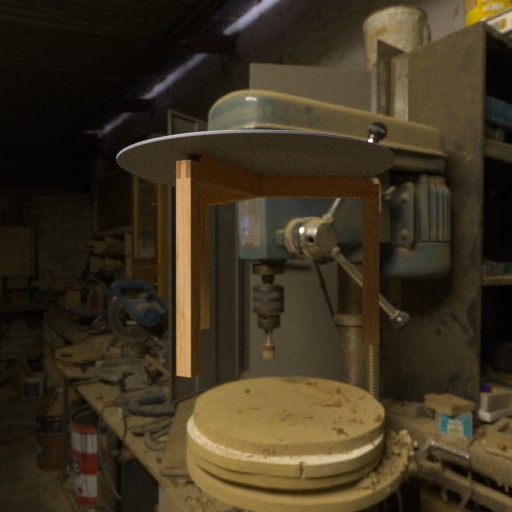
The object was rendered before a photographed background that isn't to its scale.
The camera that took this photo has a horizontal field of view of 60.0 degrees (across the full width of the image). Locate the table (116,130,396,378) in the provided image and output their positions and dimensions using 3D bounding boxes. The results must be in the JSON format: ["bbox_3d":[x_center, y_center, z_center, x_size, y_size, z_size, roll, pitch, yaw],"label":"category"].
[{"bbox_3d":[0.000,0.000,1.001,0.600,0.405,0.600,0,1,0],"label":"table"}]
